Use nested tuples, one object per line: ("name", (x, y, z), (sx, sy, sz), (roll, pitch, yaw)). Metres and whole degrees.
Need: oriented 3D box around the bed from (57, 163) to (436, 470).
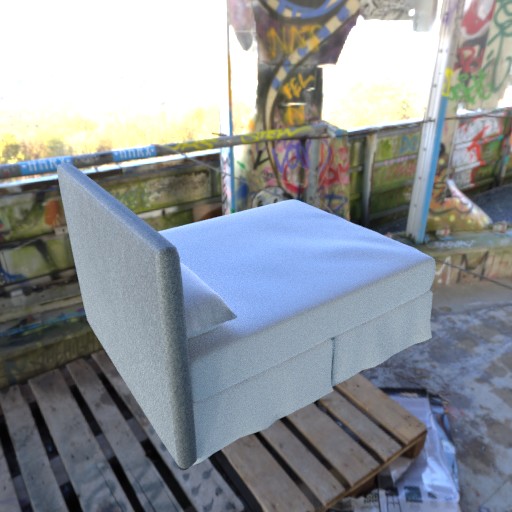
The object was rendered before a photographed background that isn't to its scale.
("bed", (0.000, 0.000, 3.160), (2.142, 1.330, 1.723), (-17, 31, -31))
